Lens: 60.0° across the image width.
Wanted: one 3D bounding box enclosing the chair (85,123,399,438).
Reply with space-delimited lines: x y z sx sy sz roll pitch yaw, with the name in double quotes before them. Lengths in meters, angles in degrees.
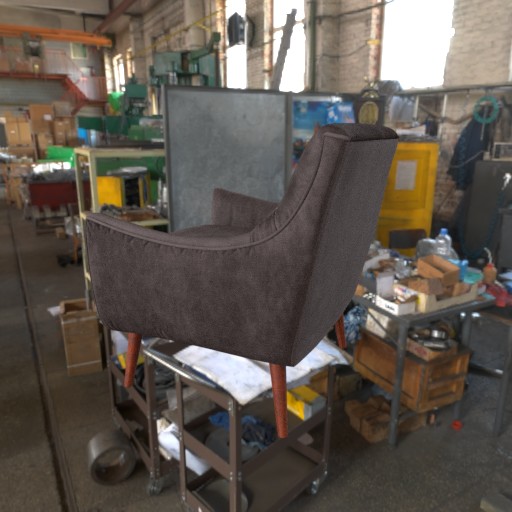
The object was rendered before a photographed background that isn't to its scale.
"chair" 0.000 0.000 1.473 0.787 0.838 0.762 8 17 26
